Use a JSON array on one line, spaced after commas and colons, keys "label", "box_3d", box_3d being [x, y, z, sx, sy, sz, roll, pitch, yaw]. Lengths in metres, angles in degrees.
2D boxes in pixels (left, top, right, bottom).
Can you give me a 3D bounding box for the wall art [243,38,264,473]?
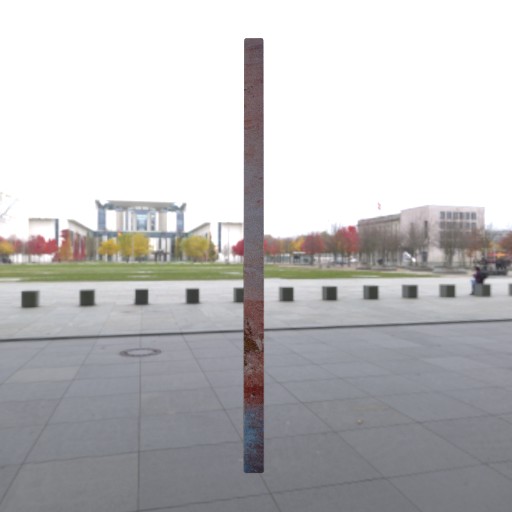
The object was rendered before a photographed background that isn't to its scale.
[{"label": "wall art", "box_3d": [0.000, 0.000, 1.130, 0.035, 0.747, 0.747, 0, 0, 1]}]
